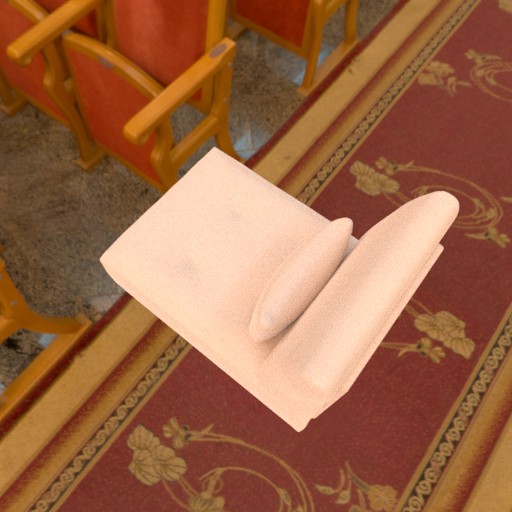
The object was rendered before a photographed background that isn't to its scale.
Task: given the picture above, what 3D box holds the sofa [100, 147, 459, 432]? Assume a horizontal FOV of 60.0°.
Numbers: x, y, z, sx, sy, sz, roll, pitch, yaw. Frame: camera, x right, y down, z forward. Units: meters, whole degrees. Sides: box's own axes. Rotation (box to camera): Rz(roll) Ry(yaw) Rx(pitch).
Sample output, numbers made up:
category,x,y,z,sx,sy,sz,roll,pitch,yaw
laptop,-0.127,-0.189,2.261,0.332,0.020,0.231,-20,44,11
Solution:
category,x,y,z,sx,sy,sz,roll,pitch,yaw
sofa,0.000,0.000,1.591,1.000,0.820,0.700,35,69,16
